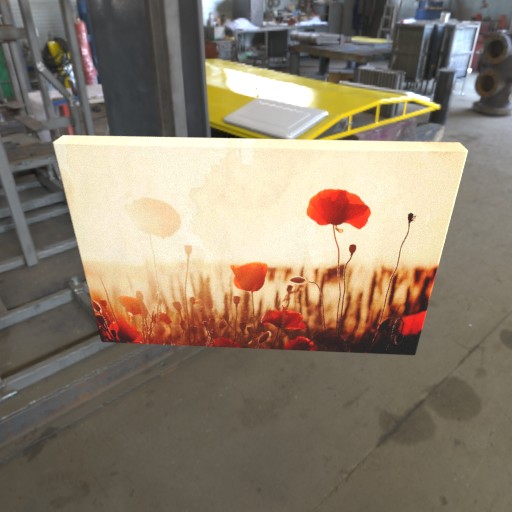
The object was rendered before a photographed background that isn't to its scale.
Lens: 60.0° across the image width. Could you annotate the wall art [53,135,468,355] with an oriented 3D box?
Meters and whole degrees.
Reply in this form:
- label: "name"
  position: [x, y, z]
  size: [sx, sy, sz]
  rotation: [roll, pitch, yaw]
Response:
- label: "wall art"
  position: [0.000, 0.000, 0.773]
  size: [0.613, 0.402, 0.040]
  rotation: [2, 32, 3]
